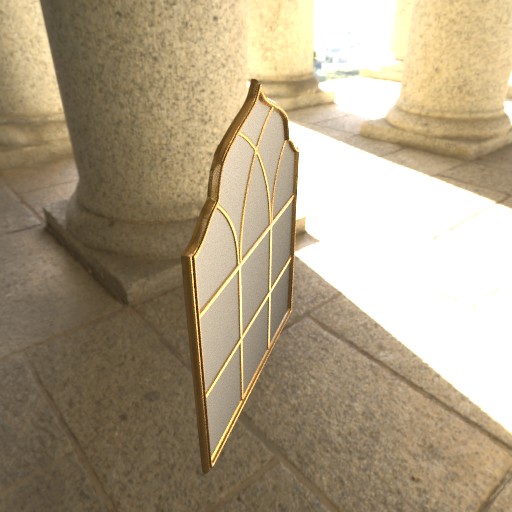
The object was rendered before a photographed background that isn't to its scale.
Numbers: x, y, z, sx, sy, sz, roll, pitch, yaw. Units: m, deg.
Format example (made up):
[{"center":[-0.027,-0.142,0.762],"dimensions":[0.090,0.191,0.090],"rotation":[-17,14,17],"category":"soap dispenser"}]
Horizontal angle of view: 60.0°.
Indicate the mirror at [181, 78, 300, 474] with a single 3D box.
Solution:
[{"center":[0.000,0.000,0.846],"dimensions":[0.018,0.635,0.513],"rotation":[11,32,18],"category":"mirror"}]
